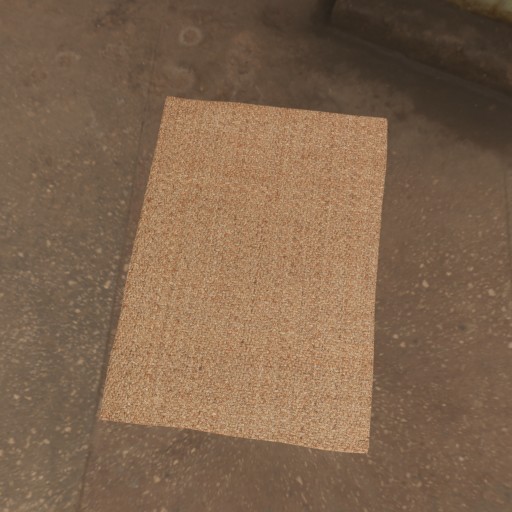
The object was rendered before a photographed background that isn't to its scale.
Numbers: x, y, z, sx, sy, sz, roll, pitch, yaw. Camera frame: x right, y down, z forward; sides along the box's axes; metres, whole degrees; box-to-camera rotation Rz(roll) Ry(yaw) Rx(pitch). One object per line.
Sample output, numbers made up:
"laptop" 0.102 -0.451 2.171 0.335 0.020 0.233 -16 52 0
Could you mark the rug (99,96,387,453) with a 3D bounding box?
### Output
"rug" 0.000 0.000 2.771 1.566 0.013 2.141 6 75 2
